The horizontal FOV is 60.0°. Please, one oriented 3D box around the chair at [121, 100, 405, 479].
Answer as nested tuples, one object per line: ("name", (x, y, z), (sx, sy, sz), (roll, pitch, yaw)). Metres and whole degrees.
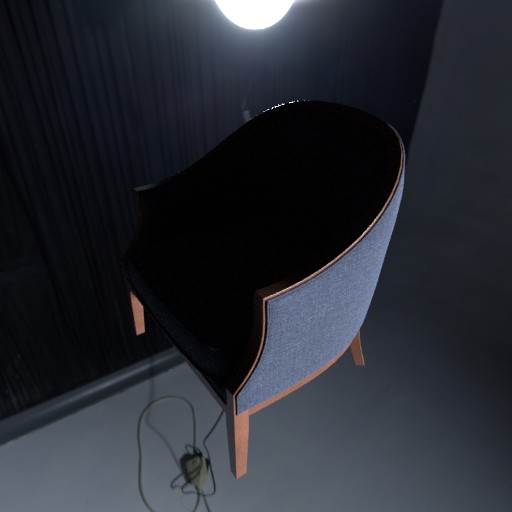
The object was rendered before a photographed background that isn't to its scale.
("chair", (0.000, 0.000, 1.465), (0.735, 0.876, 0.803), (-20, 36, -29))
